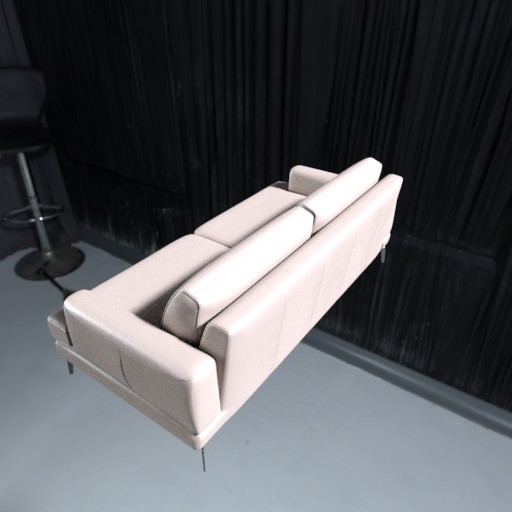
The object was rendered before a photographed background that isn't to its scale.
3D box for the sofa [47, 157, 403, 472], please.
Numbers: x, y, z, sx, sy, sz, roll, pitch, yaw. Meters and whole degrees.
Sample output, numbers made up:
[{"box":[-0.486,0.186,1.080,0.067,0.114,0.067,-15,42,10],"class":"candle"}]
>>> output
[{"box":[0.000,0.000,2.413,0.974,0.765,1.940,21,38,29],"class":"sofa"}]
